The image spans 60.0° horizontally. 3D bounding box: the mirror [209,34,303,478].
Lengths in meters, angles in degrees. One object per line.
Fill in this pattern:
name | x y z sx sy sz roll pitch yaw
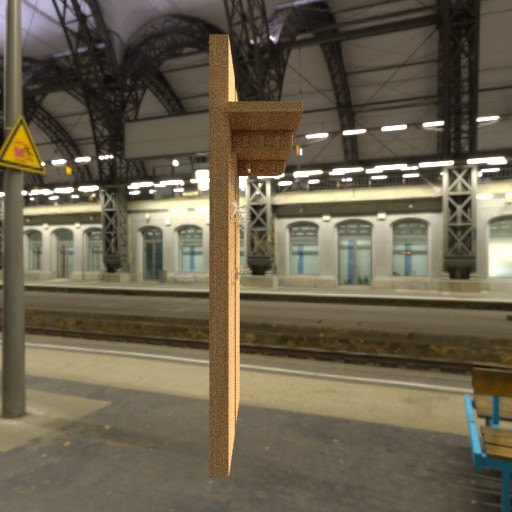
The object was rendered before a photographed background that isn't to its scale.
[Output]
mirror | 0.000 0.000 1.602 0.260 1.250 0.800 0 0 0
